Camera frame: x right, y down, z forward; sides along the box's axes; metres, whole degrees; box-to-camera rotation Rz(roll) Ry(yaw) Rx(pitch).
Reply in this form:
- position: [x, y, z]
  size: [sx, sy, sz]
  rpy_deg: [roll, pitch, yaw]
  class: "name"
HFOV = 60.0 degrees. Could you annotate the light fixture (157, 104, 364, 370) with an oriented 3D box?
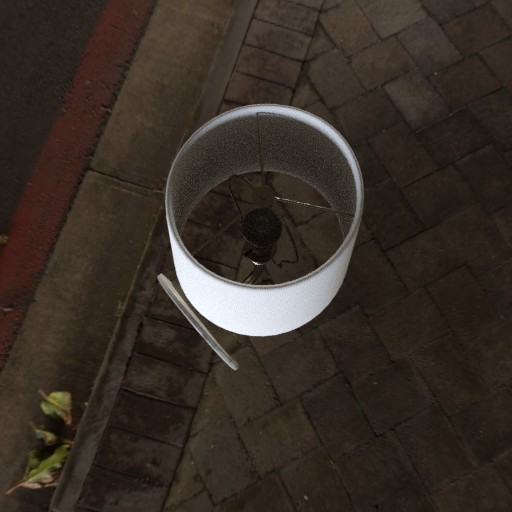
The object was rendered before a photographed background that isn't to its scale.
- position: [0.000, 0.000, 0.447]
  size: [0.188, 0.337, 0.168]
  rpy_deg: [-40, 81, -8]
  class: "light fixture"
